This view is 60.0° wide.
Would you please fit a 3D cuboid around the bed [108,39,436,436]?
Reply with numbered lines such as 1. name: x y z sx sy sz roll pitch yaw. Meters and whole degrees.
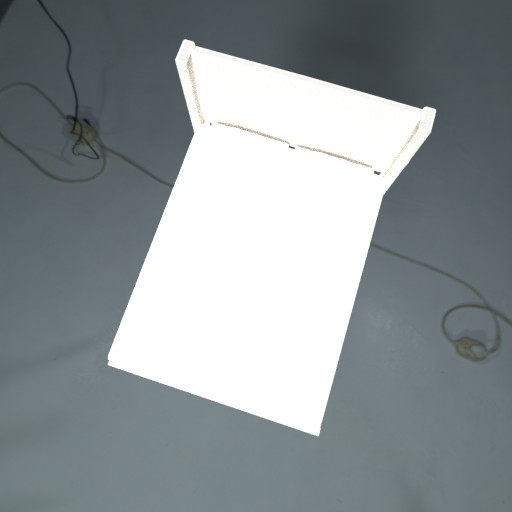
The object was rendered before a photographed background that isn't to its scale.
1. bed: 0.000 0.000 3.438 1.778 1.471 2.293 17 77 4
